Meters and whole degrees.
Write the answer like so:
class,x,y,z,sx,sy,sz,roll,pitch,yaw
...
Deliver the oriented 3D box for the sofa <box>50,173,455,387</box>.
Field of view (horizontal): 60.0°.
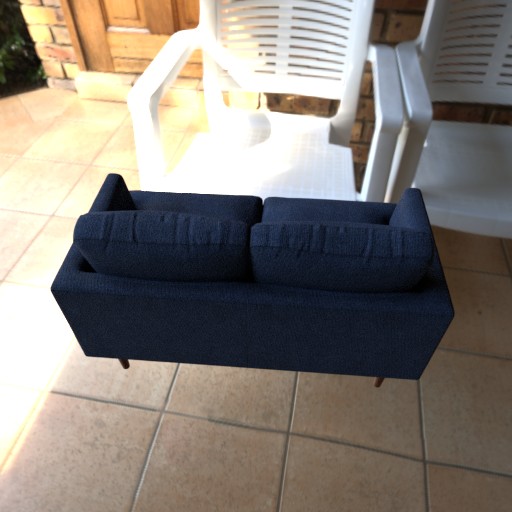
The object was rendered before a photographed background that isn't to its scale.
class,x,y,z,sx,sy,sz,roll,pitch,yaw
sofa,0.000,0.000,2.133,1.582,0.944,0.903,3,47,3
